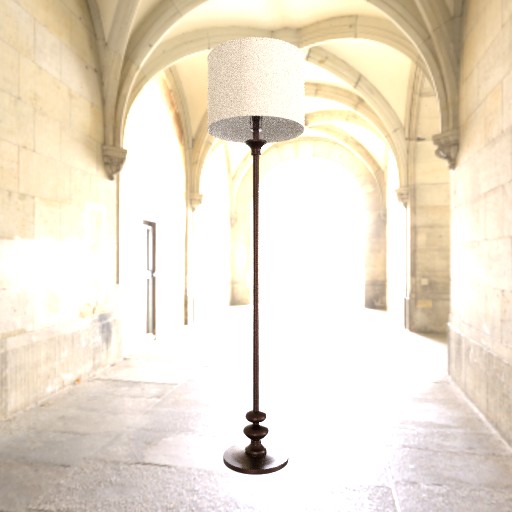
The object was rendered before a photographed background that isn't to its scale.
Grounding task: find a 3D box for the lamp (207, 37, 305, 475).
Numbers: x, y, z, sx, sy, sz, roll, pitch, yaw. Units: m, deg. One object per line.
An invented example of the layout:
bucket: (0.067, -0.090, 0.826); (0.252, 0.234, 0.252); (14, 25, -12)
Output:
lamp: (0.000, 0.000, 1.629); (0.356, 1.487, 0.356); (0, 0, -35)
